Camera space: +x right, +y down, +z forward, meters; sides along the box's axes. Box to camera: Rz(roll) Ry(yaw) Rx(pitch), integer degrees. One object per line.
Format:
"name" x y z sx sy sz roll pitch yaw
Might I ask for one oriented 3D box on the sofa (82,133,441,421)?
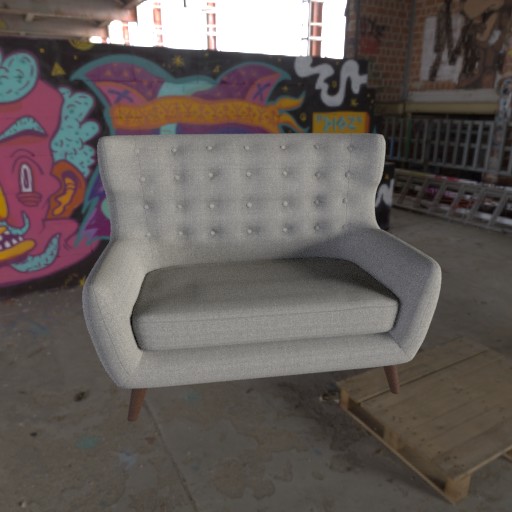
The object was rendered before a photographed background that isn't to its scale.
"sofa" 0.000 0.000 1.994 1.386 1.028 0.884 -3 19 -9
